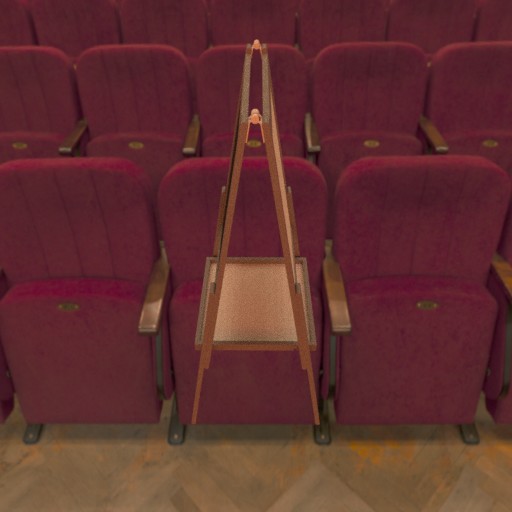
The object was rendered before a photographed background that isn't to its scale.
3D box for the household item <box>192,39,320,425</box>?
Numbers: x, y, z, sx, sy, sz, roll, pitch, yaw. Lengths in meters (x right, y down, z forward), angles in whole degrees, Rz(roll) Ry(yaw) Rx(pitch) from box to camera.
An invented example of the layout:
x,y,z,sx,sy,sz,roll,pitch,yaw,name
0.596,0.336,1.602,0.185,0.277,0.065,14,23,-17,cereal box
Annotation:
x,y,z,sx,sy,sz,roll,pitch,yaw,name
0.000,0.000,1.445,0.469,1.172,0.531,0,41,0,household item
